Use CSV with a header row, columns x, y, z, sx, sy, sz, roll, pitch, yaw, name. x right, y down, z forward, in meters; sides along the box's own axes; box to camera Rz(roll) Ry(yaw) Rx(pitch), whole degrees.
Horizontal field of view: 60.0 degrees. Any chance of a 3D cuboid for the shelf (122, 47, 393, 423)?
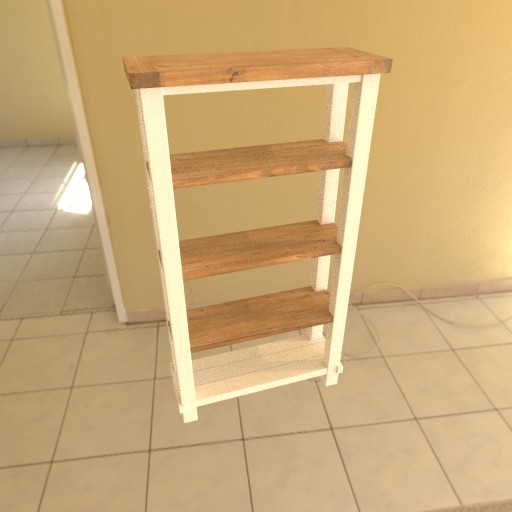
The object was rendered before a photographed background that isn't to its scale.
x,y,z,sx,sy,sz,roll,pitch,yaw,name
0.000,0.000,2.279,1.022,1.878,0.381,-10,33,-15,shelf
